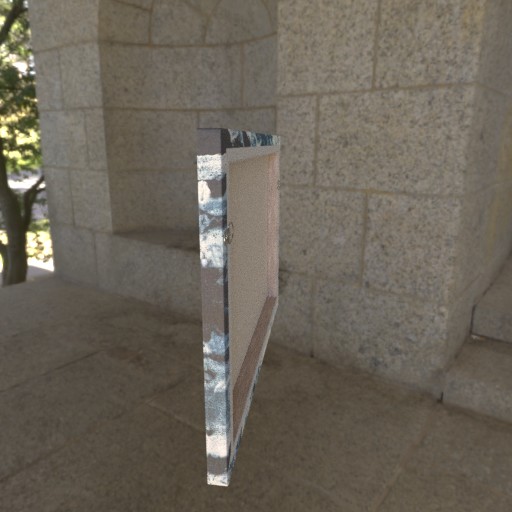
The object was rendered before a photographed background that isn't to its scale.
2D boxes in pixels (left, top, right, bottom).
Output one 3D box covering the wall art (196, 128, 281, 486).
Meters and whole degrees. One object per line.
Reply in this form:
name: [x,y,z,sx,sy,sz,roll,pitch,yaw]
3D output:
wall art: [0.000,0.000,1.147,0.042,0.610,0.915,2,15,8]
